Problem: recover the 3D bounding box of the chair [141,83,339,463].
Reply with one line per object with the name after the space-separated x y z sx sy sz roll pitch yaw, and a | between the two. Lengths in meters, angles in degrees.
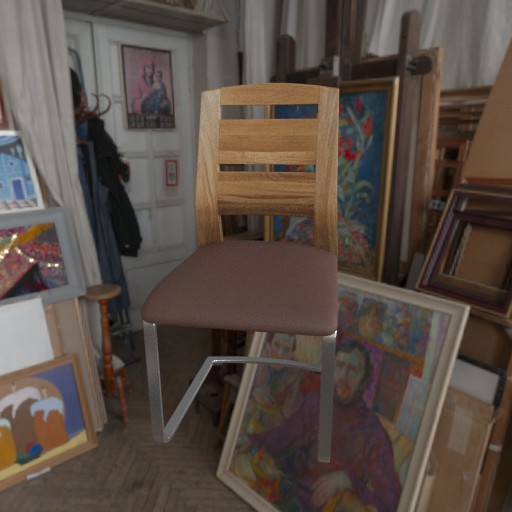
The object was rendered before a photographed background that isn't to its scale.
0.000 0.000 1.249 0.460 0.970 0.570 3 15 10 | chair
